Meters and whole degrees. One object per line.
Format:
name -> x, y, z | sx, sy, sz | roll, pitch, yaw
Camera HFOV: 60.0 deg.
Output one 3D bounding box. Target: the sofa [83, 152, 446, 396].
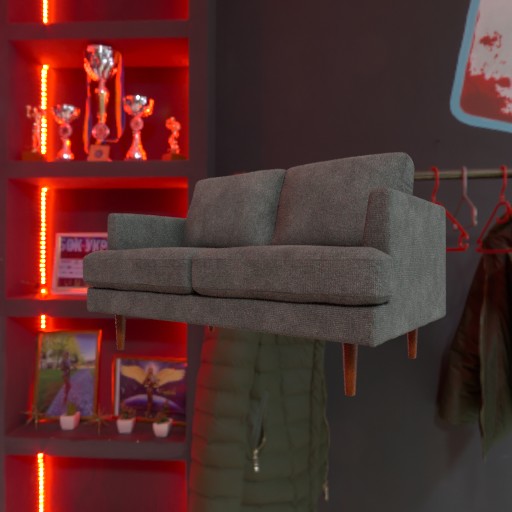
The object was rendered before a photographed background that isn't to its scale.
sofa -> 0.000, 0.000, 2.148 | 1.582, 0.956, 0.903 | 0, 0, 36
